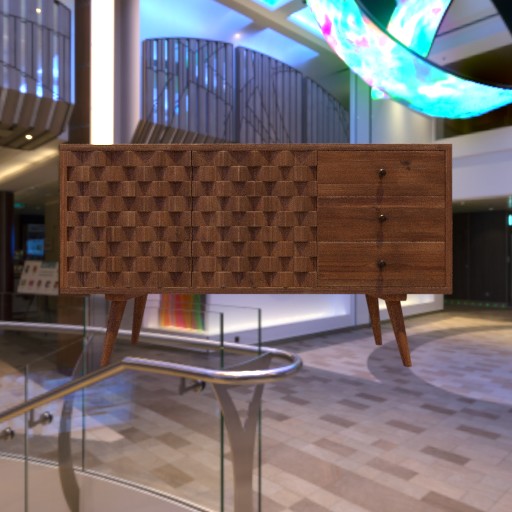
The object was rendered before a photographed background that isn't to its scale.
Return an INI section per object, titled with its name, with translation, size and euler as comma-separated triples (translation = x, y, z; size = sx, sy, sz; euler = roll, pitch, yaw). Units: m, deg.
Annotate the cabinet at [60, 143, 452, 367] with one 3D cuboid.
[cabinet]
translation = 0.000, 0.000, 1.794
size = 1.400, 0.800, 0.472
euler = 0, 0, 0
